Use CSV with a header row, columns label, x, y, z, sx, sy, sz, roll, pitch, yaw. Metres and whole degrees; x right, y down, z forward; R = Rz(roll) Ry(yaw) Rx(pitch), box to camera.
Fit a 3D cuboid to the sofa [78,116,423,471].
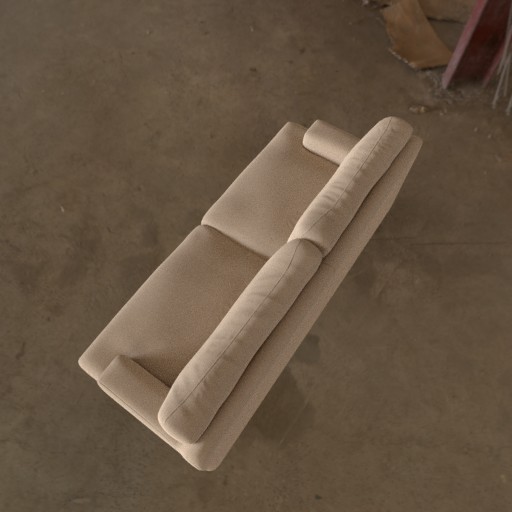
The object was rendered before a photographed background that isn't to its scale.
label,x,y,z,sx,sy,sz,roll,pitch,yaw
sofa,0.000,0.000,2.585,0.929,0.925,2.147,32,67,15
